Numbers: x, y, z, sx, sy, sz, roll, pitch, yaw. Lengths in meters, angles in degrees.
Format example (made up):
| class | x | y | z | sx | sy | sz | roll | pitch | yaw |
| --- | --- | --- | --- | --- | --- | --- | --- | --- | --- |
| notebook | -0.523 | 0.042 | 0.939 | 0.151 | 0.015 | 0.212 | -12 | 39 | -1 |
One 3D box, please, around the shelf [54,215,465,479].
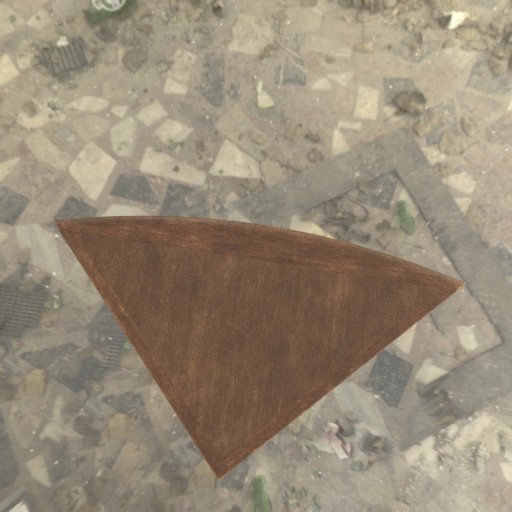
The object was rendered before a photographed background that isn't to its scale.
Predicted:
| class | x | y | z | sx | sy | sz | roll | pitch | yaw |
| --- | --- | --- | --- | --- | --- | --- | --- | --- | --- |
| shelf | 0.000 | 0.000 | 0.479 | 0.310 | 0.050 | 0.310 | -35 | 78 | -9 |
